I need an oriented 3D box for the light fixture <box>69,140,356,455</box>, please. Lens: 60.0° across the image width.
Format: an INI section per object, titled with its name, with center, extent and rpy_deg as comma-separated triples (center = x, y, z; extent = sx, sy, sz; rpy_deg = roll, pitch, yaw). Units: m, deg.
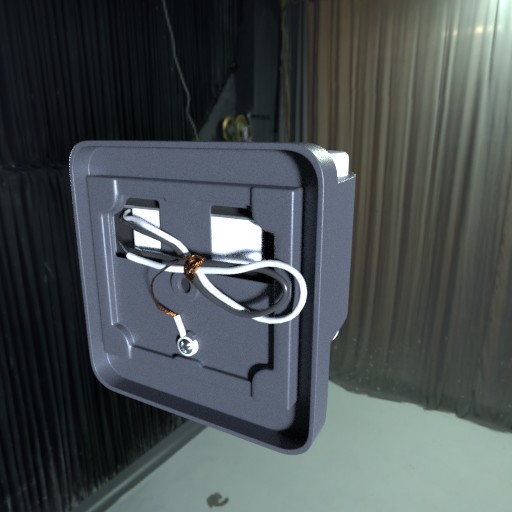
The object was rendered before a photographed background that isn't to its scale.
[light fixture]
center = 0.000, 0.000, 0.214
extent = 0.109, 0.109, 0.132
rpy_deg = 8, 18, 28
